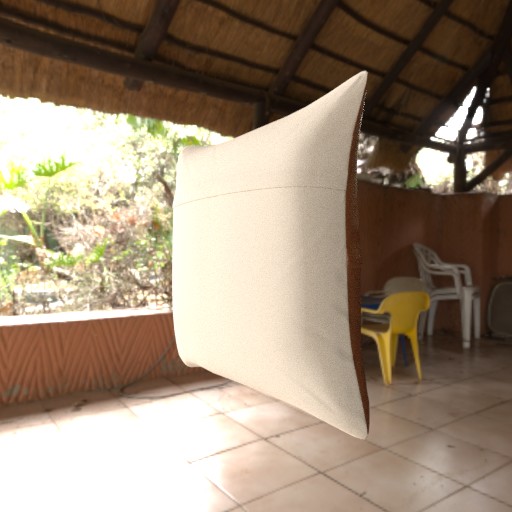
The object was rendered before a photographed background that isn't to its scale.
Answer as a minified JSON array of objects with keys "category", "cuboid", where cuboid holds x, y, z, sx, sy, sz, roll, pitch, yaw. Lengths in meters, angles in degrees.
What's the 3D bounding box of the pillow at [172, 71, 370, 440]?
[{"category":"pillow","cuboid":[0.000,0.000,0.771,0.192,0.477,0.501,0,0,-36]}]
